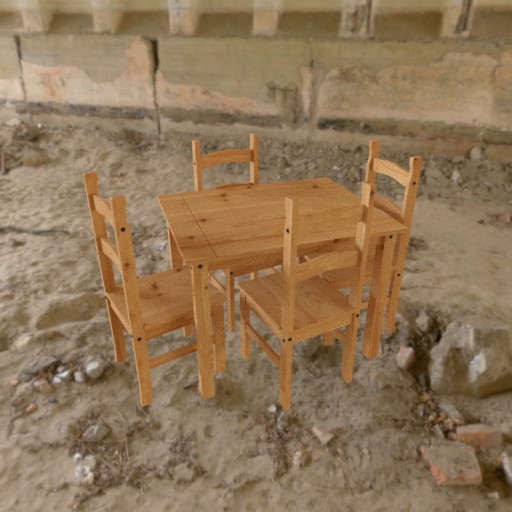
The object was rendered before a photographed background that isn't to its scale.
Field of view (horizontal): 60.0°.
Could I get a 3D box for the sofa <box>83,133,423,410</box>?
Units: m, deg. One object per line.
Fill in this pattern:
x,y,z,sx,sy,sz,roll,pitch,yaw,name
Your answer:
0.000,0.000,2.276,1.529,1.000,1.144,-9,28,-17,sofa
